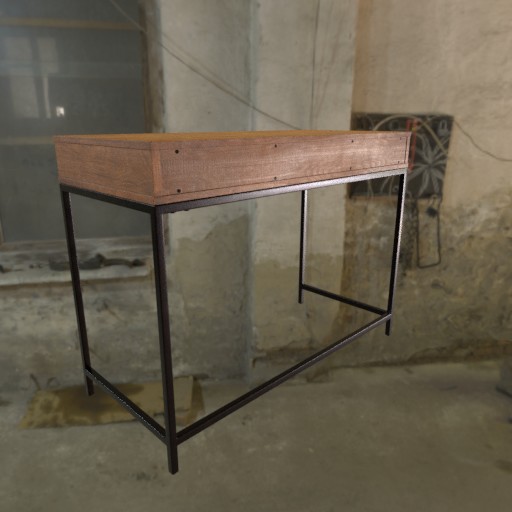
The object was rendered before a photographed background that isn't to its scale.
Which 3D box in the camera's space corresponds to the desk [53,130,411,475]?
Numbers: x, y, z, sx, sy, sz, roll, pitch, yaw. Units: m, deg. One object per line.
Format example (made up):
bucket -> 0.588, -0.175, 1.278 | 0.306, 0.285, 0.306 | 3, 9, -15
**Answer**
desk -> 0.000, 0.000, 1.429 | 1.016, 0.762, 0.470 | -16, 23, -42
